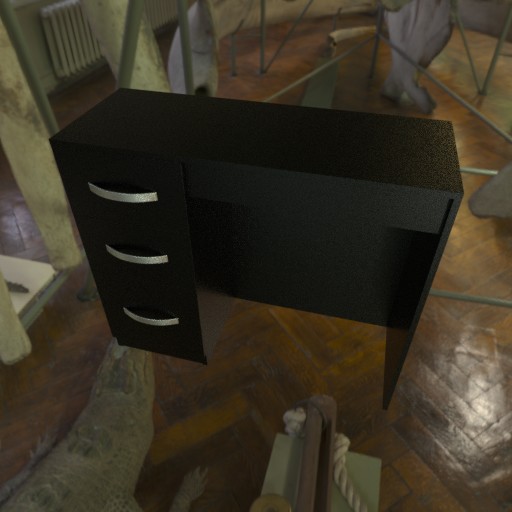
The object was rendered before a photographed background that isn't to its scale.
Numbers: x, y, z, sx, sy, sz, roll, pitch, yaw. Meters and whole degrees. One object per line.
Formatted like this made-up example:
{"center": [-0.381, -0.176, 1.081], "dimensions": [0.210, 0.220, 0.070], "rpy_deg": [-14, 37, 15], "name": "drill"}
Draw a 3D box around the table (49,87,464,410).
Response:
{"center": [0.000, 0.000, 1.334], "dimensions": [0.930, 0.790, 0.380], "rpy_deg": [10, 41, 11], "name": "table"}
